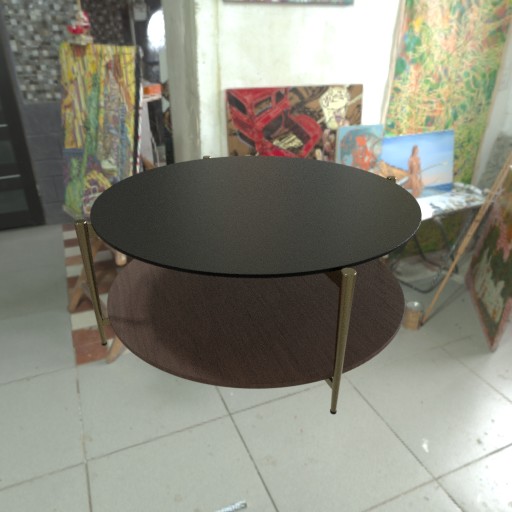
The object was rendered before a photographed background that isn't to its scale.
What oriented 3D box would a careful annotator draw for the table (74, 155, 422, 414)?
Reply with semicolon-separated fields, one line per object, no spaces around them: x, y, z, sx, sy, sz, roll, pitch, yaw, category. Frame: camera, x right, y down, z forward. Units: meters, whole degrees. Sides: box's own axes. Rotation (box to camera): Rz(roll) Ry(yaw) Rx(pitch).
0.000;0.000;1.411;0.938;0.400;0.938;19;33;33;table
